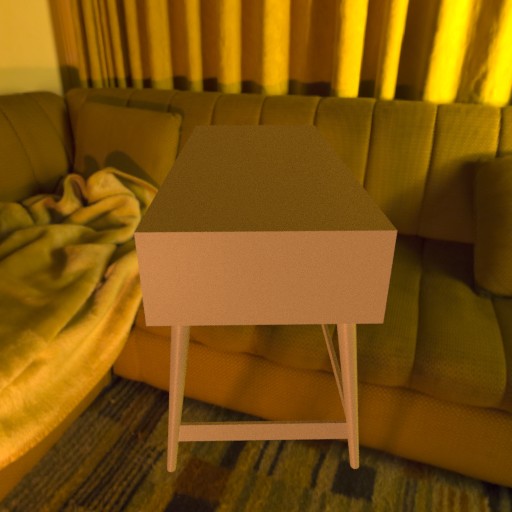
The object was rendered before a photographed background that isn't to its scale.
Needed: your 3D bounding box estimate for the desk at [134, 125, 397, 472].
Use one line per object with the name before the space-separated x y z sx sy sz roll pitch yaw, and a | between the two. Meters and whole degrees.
desk | 0.000 0.000 1.716 0.589 0.762 1.313 -1 26 -1
